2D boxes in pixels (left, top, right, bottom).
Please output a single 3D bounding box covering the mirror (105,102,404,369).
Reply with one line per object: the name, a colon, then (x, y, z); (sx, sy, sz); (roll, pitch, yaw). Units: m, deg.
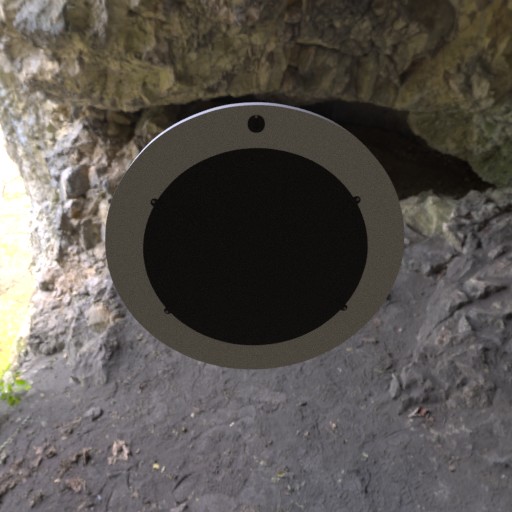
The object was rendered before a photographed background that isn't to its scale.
mirror: (0.000, 0.000, 1.384); (0.914, 0.914, 0.038); (-1, 29, -2)
